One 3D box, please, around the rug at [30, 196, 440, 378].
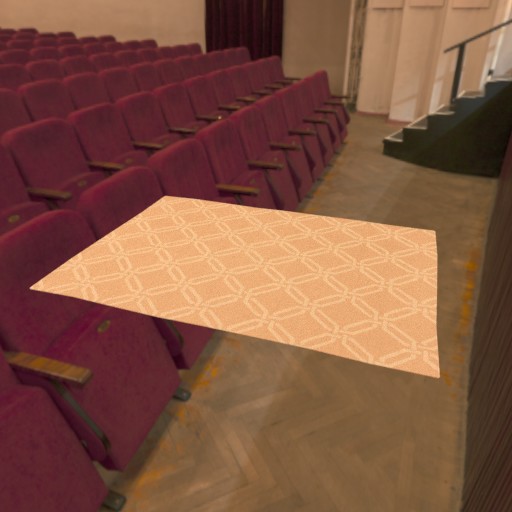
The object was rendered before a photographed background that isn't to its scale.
[{"bbox_3d":[0.000,0.000,2.758,2.135,0.013,1.524,9,30,17],"label":"rug"}]
